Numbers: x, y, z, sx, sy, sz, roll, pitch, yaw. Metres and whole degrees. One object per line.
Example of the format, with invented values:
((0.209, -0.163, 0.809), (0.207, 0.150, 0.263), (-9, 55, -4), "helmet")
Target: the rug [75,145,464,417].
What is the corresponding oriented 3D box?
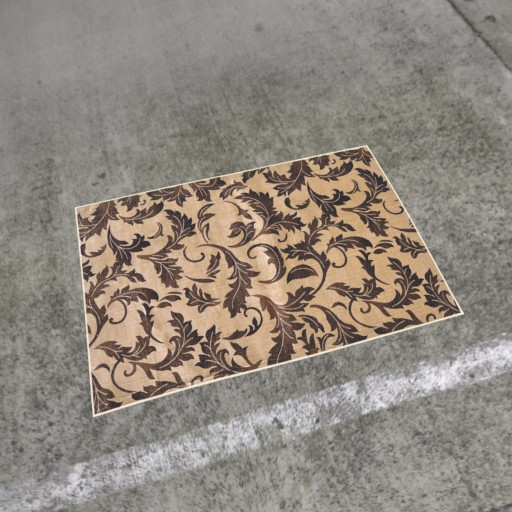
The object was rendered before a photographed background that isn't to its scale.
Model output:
((0.000, 0.000, 2.975), (2.284, 0.008, 1.522), (-14, 59, -8), "rug")
